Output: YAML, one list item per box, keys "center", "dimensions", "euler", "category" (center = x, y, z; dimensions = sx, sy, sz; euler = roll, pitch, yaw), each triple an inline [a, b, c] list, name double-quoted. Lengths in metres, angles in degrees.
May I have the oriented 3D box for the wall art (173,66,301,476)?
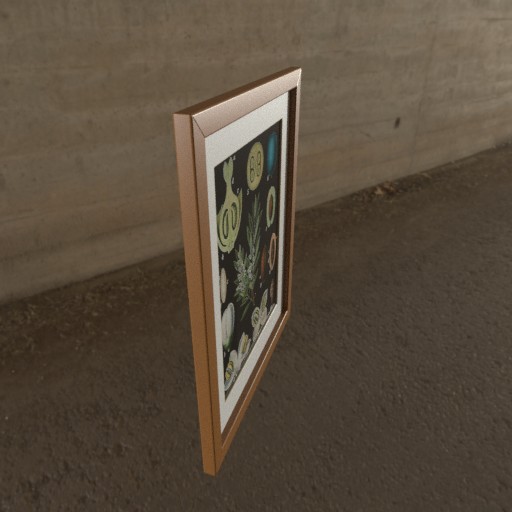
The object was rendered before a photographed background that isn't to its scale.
- center: [0.000, 0.000, 0.750]
  dimensions: [0.021, 0.550, 0.449]
  euler: [9, 30, 16]
  category: "wall art"
